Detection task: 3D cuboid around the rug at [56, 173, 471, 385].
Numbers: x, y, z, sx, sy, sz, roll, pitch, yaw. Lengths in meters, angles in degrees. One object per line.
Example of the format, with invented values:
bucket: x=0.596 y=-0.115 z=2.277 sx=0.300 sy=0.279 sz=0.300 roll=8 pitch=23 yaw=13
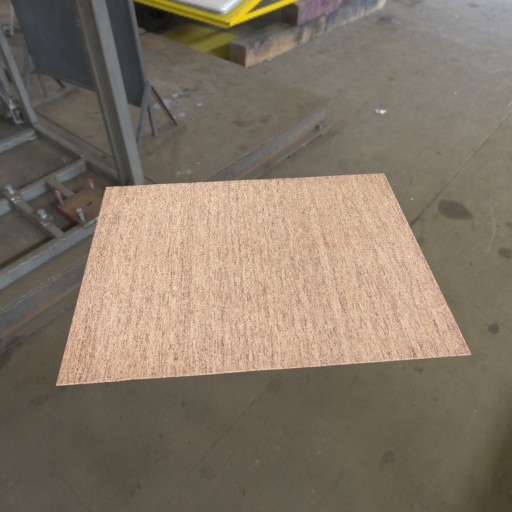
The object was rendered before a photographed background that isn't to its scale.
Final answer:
rug: x=0.000 y=0.000 z=4.256 sx=3.205 sy=0.013 sz=2.448 roll=-3 pitch=46 yaw=-3
